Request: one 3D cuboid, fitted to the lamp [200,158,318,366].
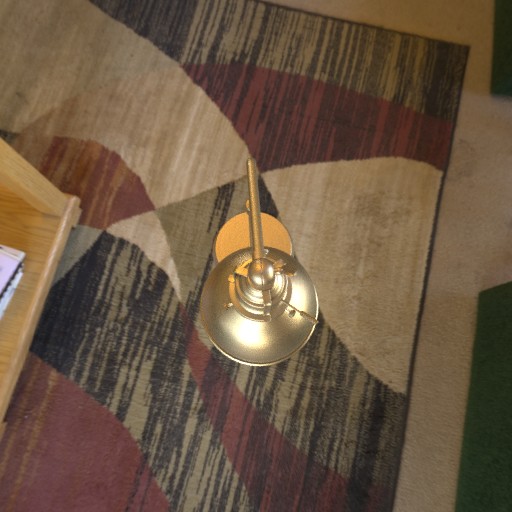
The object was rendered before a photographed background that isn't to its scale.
[{"bbox_3d":[0.000,0.000,0.593,0.153,0.456,0.286,-4,76,-1],"label":"lamp"}]
